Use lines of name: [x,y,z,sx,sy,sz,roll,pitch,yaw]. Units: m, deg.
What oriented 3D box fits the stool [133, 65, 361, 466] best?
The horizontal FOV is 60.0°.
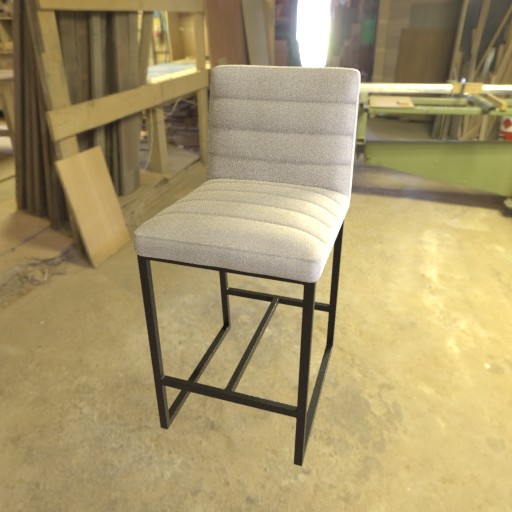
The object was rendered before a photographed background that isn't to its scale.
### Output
stool: [0.000,0.000,1.272,0.459,0.971,0.567,8,28,16]
